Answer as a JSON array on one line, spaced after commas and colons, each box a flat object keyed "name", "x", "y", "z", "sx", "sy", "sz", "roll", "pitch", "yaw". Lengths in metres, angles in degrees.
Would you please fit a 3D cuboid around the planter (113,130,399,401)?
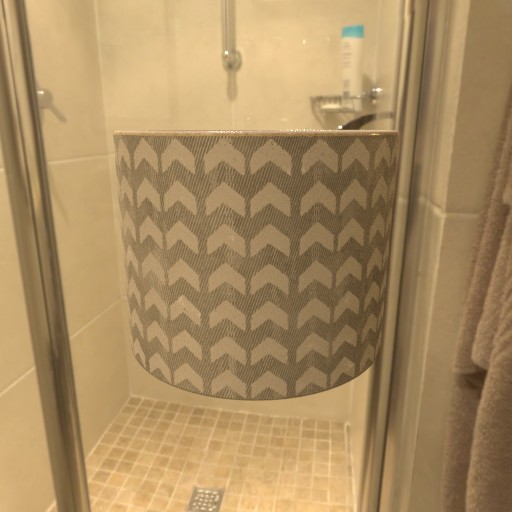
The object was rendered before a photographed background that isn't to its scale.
[{"name": "planter", "x": 0.000, "y": 0.000, "z": 0.438, "sx": 0.250, "sy": 0.239, "sz": 0.250, "roll": 0, "pitch": 16, "yaw": 0}]
